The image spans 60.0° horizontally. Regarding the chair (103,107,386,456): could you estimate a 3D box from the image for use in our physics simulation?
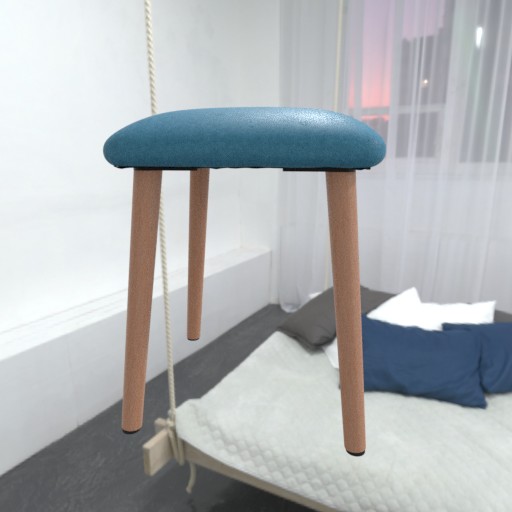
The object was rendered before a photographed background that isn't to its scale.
[{"bbox_3d":[0.000,0.000,0.718,0.360,0.450,0.360,2,14,8],"label":"chair"}]
